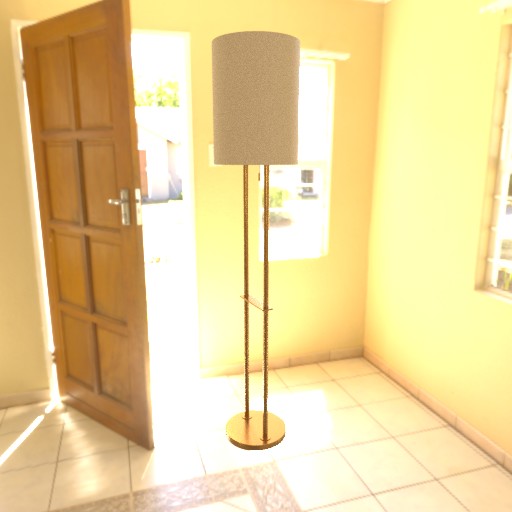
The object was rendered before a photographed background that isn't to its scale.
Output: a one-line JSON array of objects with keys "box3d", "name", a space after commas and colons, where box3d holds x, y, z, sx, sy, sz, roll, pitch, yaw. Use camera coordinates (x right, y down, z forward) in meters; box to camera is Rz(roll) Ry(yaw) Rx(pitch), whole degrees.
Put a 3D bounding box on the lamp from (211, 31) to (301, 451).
[{"box3d": [0.000, 0.000, 1.687, 0.305, 1.500, 0.306, -6, 14, -27], "name": "lamp"}]
